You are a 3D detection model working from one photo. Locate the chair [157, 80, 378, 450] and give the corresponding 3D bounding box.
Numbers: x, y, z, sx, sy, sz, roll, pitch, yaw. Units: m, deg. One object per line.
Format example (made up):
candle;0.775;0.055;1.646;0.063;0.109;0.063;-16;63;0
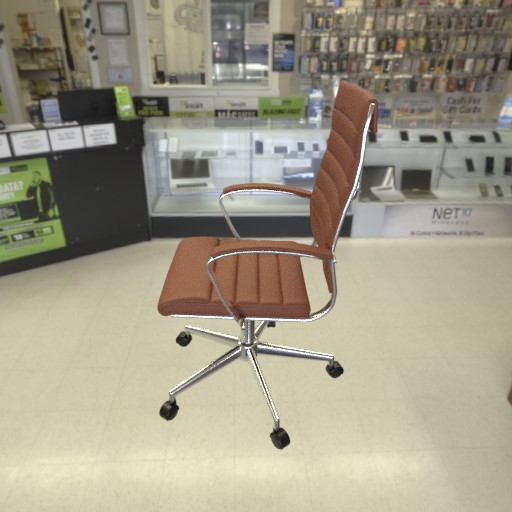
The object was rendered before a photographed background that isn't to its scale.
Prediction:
chair;0.000;0.000;1.614;0.739;1.149;0.766;0;27;0
